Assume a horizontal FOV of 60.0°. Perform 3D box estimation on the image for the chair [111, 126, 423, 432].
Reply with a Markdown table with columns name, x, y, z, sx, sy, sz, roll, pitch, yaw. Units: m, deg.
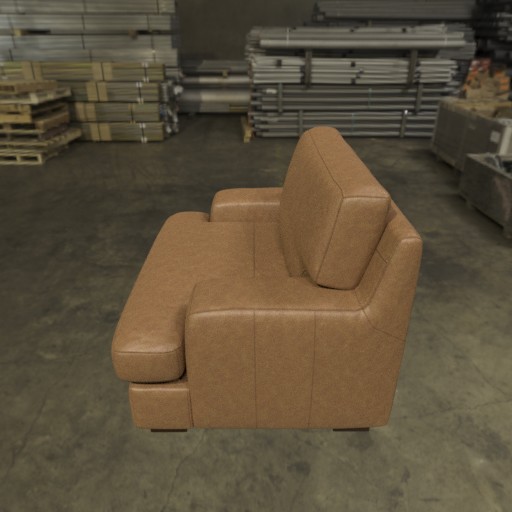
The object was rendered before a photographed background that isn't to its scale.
| name | x | y | z | sx | sy | sz | roll | pitch | yaw |
| --- | --- | --- | --- | --- | --- | --- | --- | --- | --- |
| chair | 0.000 | 0.000 | 2.004 | 1.050 | 0.978 | 1.276 | 0 | 27 | 0 |
